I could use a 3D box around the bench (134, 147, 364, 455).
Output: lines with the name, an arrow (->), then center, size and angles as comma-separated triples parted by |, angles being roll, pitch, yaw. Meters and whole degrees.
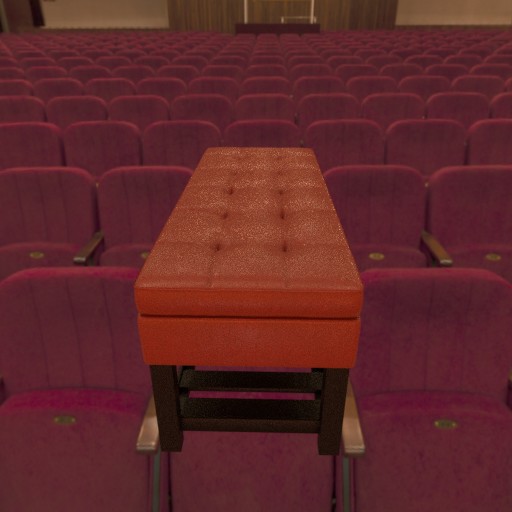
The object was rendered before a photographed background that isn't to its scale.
bench -> 0.000, 0.000, 1.380 | 0.432, 0.460, 1.105 | 1, 27, 1
